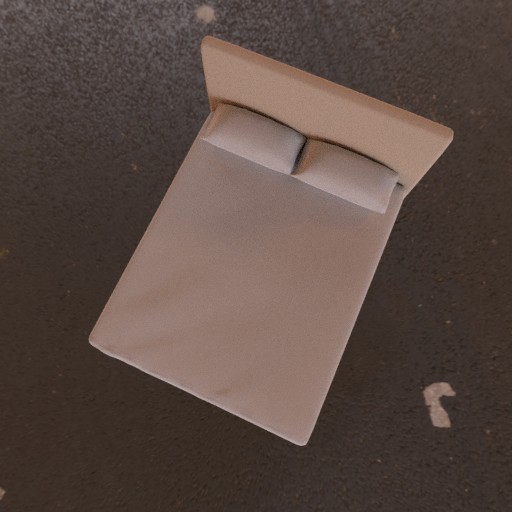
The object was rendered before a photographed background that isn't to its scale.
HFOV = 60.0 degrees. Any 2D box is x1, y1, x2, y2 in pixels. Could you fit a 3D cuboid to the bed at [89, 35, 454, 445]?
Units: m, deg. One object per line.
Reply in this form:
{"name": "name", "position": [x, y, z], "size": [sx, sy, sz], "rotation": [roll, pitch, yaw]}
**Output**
{"name": "bed", "position": [0.000, 0.000, 3.130], "size": [1.748, 1.330, 2.142], "rotation": [24, 77, 6]}
